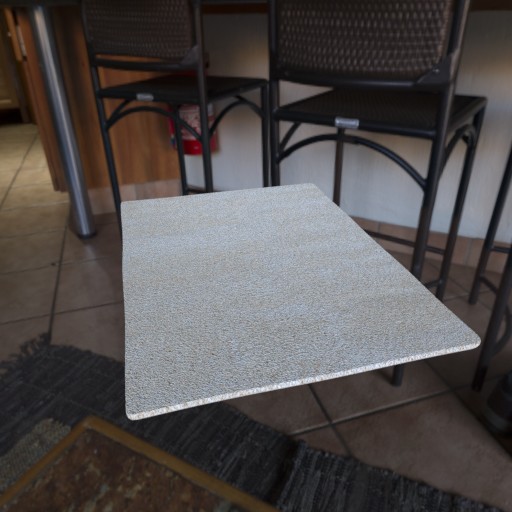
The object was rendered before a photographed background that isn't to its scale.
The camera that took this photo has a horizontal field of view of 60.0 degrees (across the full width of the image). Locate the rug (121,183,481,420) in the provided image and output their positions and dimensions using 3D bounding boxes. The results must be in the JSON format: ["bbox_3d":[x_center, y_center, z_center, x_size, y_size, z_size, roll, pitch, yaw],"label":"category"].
[{"bbox_3d":[0.000,0.000,2.062,1.199,0.025,1.600,-8,31,-13],"label":"rug"}]
